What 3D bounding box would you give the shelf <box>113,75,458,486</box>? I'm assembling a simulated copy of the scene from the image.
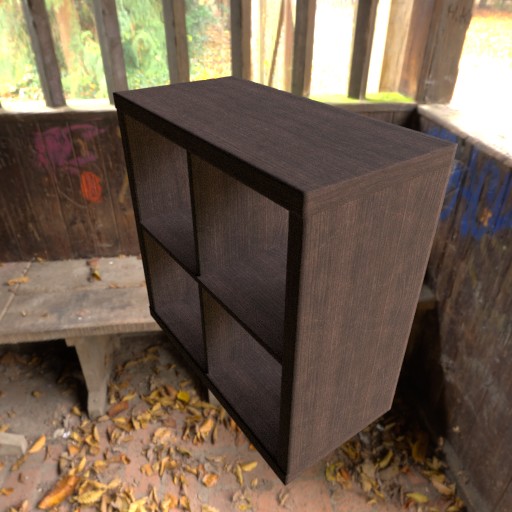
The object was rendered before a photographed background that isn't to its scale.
[{"bbox_3d":[0.000,0.000,1.241,0.390,0.786,0.790,-21,39,-29],"label":"shelf"}]
